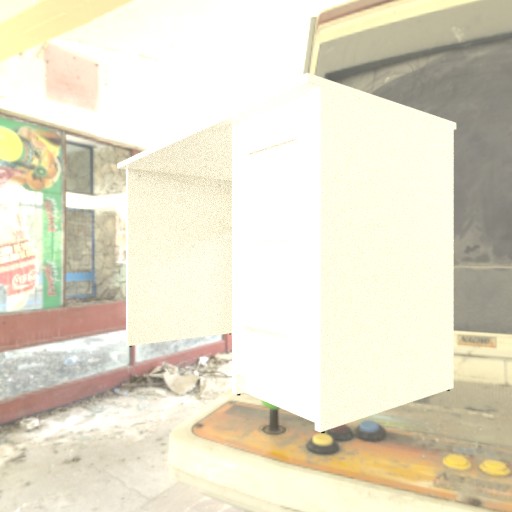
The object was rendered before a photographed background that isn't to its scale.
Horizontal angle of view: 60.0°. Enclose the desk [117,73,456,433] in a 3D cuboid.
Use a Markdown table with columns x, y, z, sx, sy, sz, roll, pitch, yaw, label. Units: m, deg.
| x | y | z | sx | sy | sz | roll | pitch | yaw | label |
| --- | --- | --- | --- | --- | --- | --- | --- | --- | --- |
| 0.000 | 0.000 | 1.494 | 0.560 | 0.735 | 1.097 | 0 | 0 | -37 | desk |
